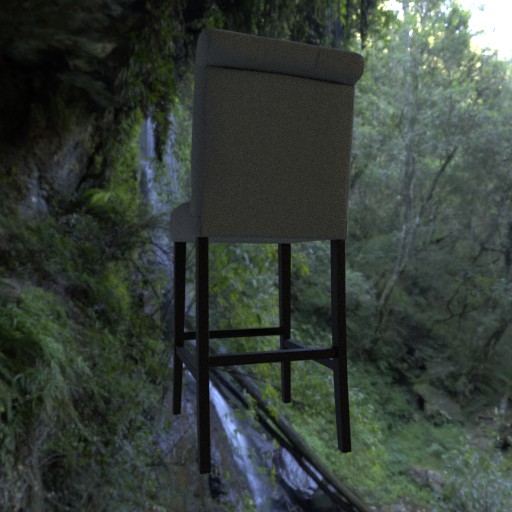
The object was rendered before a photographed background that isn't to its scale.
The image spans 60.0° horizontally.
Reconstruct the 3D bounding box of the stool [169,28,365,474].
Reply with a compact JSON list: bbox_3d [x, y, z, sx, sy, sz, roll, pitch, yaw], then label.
[{"bbox_3d":[0.000,0.000,1.418,0.493,1.140,0.601,0,-1,-18],"label":"stool"}]
